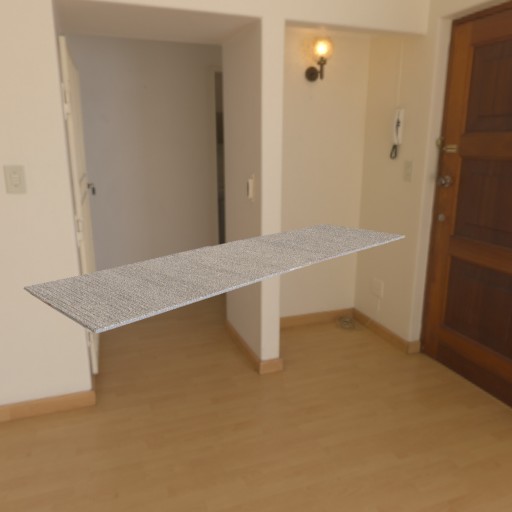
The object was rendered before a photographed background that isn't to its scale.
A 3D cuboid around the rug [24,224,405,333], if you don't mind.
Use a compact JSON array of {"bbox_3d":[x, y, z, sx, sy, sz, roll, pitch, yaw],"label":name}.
[{"bbox_3d":[0.000,0.000,2.576,0.692,0.032,2.320,14,20,43],"label":"rug"}]
